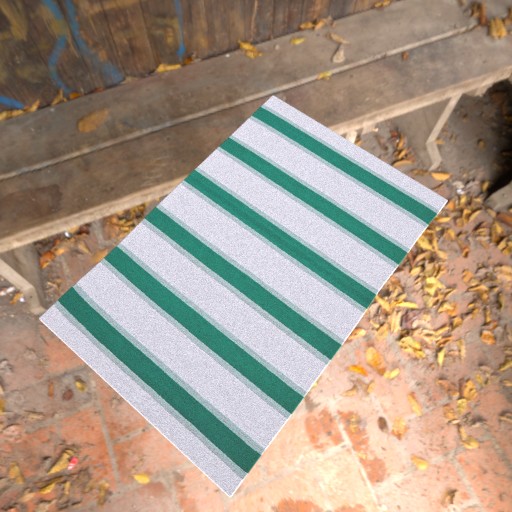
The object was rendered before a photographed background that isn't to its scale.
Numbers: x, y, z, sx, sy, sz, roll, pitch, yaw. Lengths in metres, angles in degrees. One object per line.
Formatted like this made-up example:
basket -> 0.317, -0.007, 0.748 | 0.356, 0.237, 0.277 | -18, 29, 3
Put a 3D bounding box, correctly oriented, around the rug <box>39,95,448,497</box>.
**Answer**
rug -> 0.000, 0.000, 2.272 | 1.210, 0.012, 1.829 | 36, 70, 15
